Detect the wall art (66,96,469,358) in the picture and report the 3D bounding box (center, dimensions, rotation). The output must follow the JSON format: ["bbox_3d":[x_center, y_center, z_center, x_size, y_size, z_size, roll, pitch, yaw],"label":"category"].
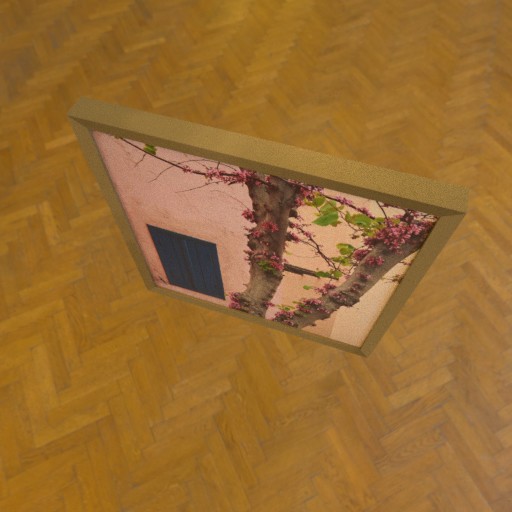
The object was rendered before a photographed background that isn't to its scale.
[{"bbox_3d":[0.000,0.000,0.762,0.507,0.508,0.038,16,60,9],"label":"wall art"}]
